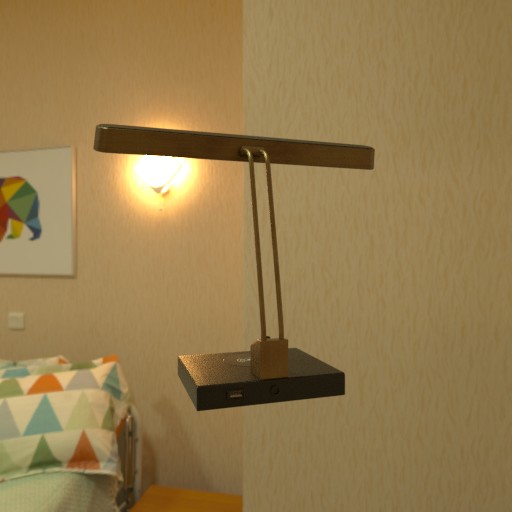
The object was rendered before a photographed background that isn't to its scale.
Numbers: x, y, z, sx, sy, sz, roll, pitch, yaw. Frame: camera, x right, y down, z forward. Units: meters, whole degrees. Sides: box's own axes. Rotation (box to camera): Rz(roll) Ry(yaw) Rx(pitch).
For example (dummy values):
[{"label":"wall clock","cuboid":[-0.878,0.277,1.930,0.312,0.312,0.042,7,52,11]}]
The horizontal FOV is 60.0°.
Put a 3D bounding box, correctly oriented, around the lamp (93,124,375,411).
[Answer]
[{"label":"lamp","cuboid":[0.000,0.000,0.593,0.412,0.345,0.156,0,0,-18]}]
